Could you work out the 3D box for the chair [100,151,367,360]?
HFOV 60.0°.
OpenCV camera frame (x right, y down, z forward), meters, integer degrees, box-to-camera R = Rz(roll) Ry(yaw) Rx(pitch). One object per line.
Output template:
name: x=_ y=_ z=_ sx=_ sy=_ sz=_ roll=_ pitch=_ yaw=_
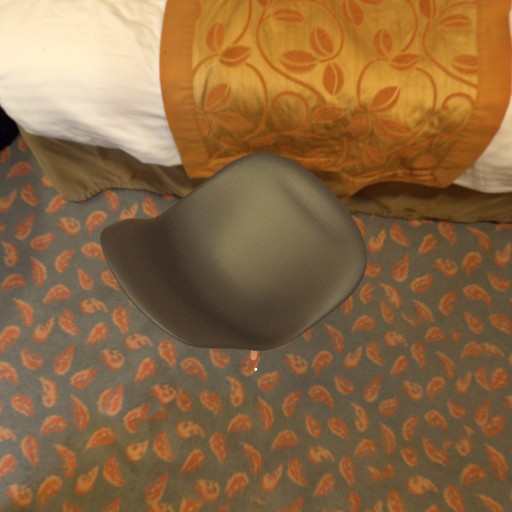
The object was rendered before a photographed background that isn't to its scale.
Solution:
chair: x=0.000 y=0.000 z=1.144 sx=0.533 sy=0.825 sz=0.470 roll=-40 pitch=79 yaw=-9
